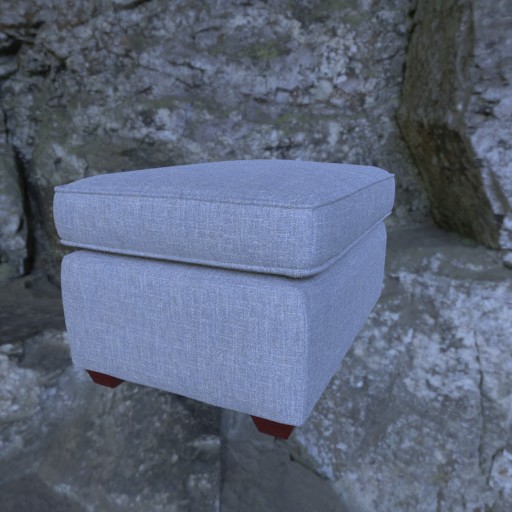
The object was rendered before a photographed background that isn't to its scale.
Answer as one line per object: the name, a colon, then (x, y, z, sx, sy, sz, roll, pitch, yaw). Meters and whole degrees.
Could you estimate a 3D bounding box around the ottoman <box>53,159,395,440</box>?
ottoman: (0.000, 0.000, 1.098, 0.559, 0.457, 0.762, 7, 16, 24)
